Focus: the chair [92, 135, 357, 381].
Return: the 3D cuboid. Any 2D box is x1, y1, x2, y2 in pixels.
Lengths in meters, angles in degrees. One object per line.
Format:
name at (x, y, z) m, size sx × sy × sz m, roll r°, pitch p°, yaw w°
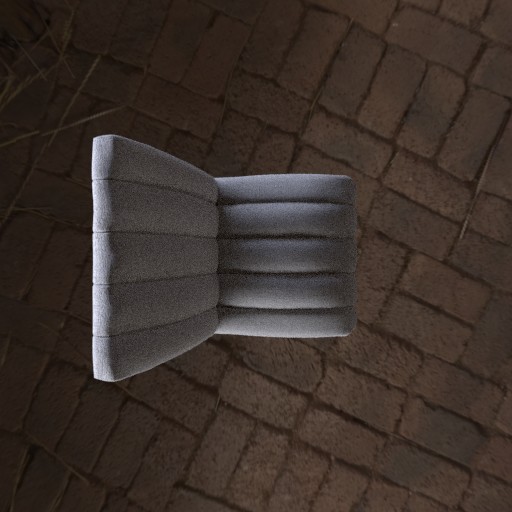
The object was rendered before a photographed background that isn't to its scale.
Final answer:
chair at (0.000, 0.000, 1.351) m, size 0.647 × 1.016 × 0.511 m, roll 0°, pitch 91°, yaw 0°
